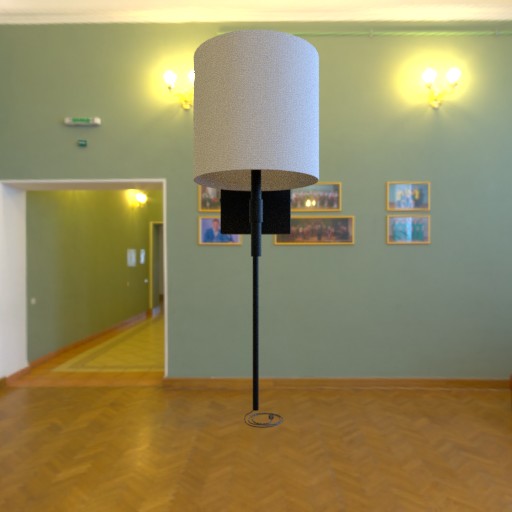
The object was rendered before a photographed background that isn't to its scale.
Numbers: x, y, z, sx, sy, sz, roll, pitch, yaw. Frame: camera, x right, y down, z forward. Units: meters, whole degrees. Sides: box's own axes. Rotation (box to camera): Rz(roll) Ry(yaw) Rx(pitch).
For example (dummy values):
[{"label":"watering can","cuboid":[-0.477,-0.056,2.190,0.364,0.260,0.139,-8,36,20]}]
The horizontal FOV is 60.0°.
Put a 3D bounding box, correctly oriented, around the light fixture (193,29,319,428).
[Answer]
[{"label":"light fixture","cuboid":[0.000,0.000,0.700,0.188,0.589,0.248,0,0,0]}]
